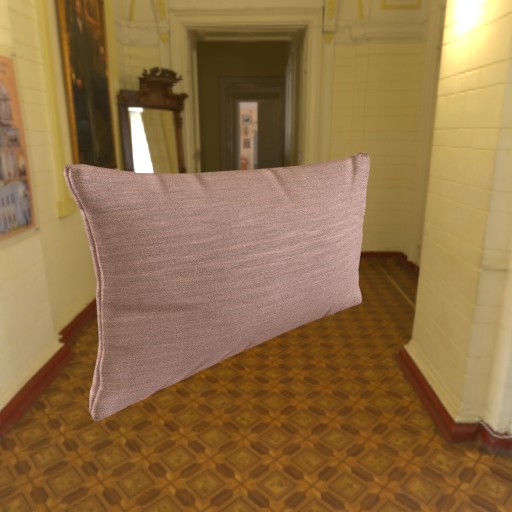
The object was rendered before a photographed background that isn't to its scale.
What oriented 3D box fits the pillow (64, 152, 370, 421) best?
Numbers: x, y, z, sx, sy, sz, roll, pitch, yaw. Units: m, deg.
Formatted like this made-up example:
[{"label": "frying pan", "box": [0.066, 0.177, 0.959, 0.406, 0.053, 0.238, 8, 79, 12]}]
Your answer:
[{"label": "pillow", "box": [0.000, 0.000, 0.769, 0.633, 0.338, 0.210, -14, 21, -42]}]
